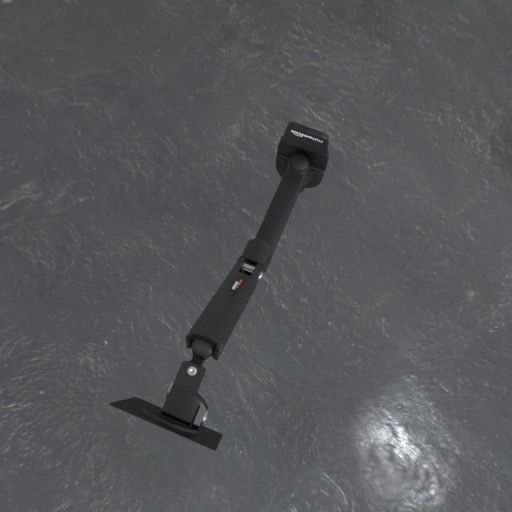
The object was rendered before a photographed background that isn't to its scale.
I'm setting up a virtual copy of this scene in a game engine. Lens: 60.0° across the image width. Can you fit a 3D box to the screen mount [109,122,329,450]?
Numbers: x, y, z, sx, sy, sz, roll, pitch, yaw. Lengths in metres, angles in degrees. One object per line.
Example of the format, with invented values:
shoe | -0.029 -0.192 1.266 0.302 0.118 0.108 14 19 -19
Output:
screen mount | 0.000 0.000 0.711 0.115 0.466 0.495 21 77 5
